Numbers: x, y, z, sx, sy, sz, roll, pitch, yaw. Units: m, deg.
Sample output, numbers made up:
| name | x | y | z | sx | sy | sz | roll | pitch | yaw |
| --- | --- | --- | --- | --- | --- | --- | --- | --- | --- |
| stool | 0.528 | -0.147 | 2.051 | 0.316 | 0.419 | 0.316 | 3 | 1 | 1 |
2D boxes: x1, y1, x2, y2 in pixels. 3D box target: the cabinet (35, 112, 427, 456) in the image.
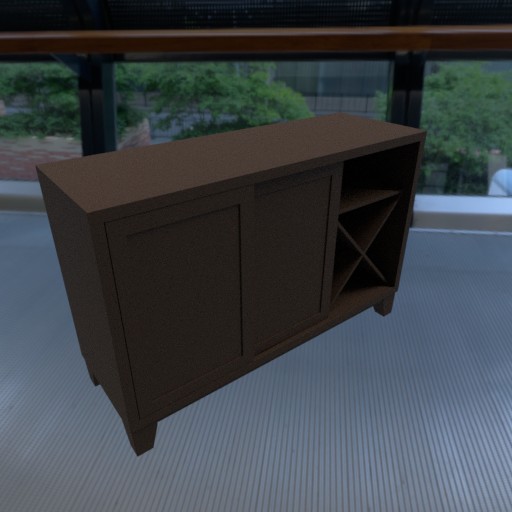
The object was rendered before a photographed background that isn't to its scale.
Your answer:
| name | x | y | z | sx | sy | sz | roll | pitch | yaw |
| --- | --- | --- | --- | --- | --- | --- | --- | --- | --- |
| cabinet | 0.000 | 0.000 | 1.830 | 1.396 | 0.914 | 0.482 | -20 | 35 | -32 |
